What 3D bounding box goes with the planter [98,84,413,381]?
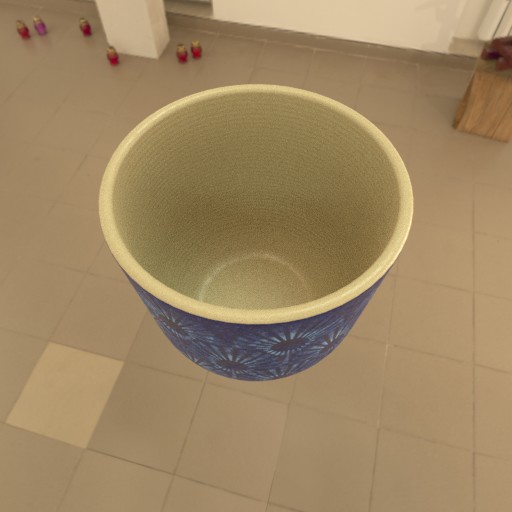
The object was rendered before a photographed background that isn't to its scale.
[{"bbox_3d":[0.000,0.000,0.305,0.170,0.153,0.170,0,57,0],"label":"planter"}]
